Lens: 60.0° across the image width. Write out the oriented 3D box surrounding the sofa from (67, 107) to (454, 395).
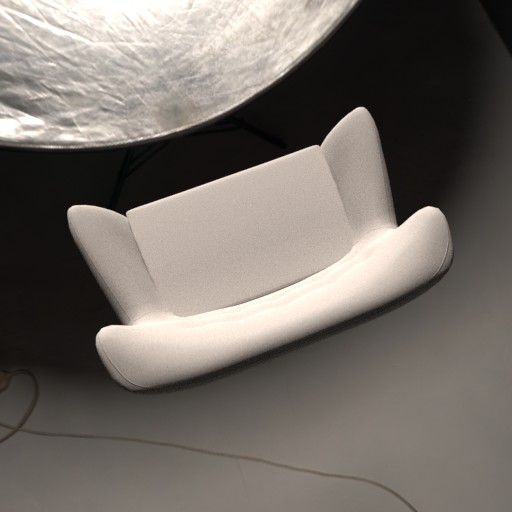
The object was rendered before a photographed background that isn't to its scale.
[{"bbox_3d":[0.000,0.000,2.013,1.424,0.878,0.921,-20,76,-5],"label":"sofa"}]
